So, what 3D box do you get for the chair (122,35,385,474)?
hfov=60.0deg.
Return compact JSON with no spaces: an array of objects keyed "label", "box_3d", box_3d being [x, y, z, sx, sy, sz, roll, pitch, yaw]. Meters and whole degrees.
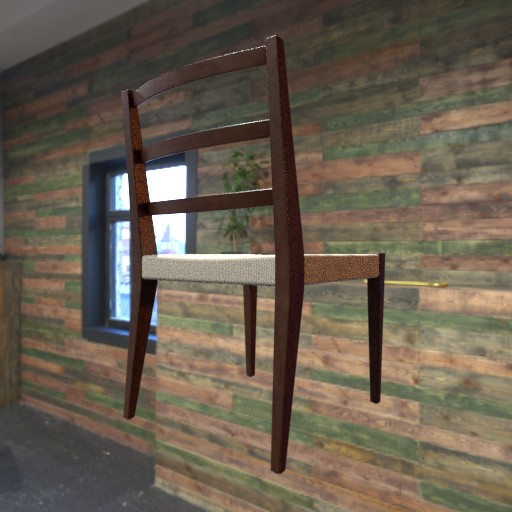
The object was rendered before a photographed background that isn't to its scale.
[{"label":"chair","box_3d":[0.000,0.000,1.148,0.480,0.813,0.551,0,0,37]}]
